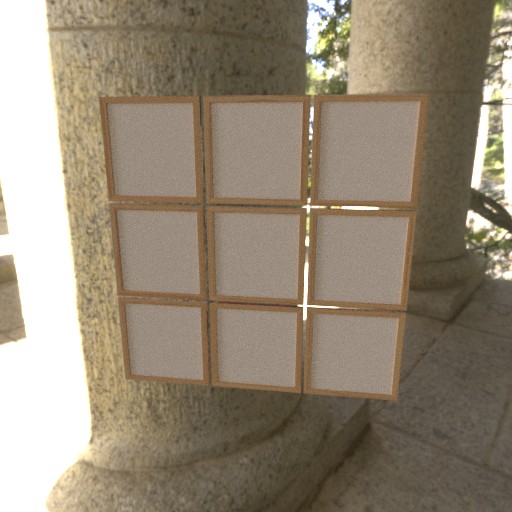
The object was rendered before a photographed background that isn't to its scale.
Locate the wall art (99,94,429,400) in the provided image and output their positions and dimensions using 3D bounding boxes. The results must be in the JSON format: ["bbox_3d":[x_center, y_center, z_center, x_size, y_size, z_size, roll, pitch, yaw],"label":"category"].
[{"bbox_3d":[0.000,0.000,1.339,0.904,0.913,0.013,2,16,8],"label":"wall art"}]
